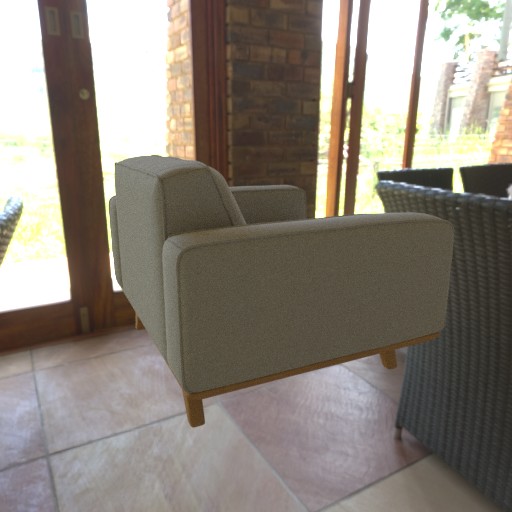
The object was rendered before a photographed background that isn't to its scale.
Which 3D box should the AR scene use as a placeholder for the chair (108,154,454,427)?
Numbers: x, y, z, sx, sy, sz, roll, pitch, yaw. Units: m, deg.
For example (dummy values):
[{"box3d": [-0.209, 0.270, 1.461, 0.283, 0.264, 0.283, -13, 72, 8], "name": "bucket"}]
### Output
[{"box3d": [0.000, 0.000, 1.754, 0.953, 0.779, 1.115, -7, 17, -25], "name": "chair"}]
